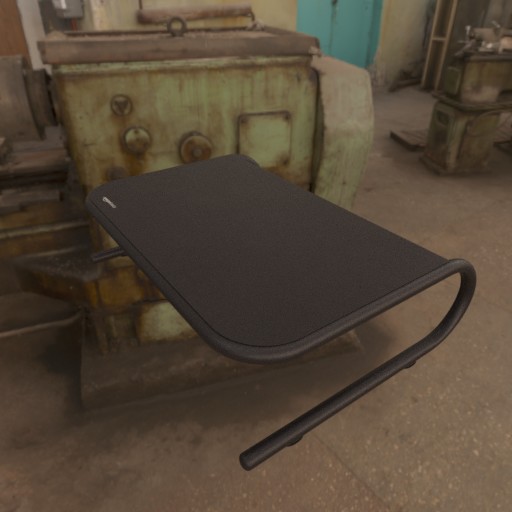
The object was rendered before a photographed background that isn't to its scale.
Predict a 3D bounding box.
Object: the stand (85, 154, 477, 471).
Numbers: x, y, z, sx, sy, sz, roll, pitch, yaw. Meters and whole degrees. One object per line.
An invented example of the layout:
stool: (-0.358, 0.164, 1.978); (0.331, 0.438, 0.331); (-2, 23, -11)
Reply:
stand: (0.000, 0.000, 0.502); (0.280, 0.108, 0.370); (-20, 37, -30)
